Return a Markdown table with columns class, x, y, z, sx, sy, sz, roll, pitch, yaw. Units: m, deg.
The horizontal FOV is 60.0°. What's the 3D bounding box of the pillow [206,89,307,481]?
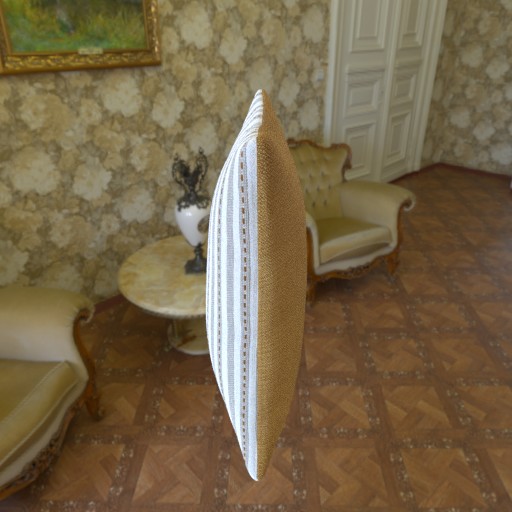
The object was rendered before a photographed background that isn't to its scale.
| class | x | y | z | sx | sy | sz | roll | pitch | yaw |
| --- | --- | --- | --- | --- | --- | --- | --- | --- | --- |
| pillow | 0.000 | 0.000 | 0.664 | 0.147 | 0.437 | 0.432 | 0 | 27 | 0 |
